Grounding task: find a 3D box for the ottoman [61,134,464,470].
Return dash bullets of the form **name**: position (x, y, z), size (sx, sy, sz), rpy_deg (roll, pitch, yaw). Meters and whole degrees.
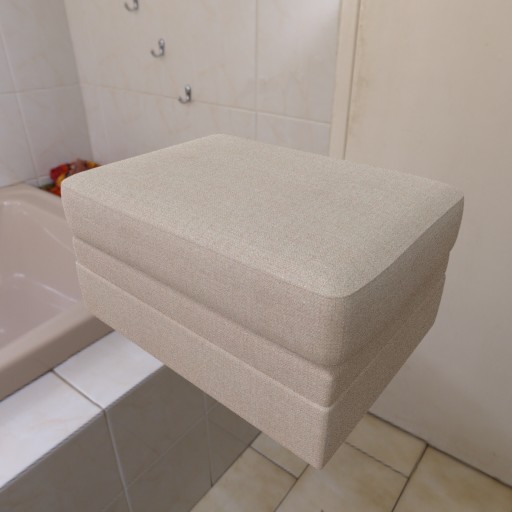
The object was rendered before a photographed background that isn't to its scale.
- **ottoman**: position (0.000, 0.000, 1.210), size (0.885, 0.478, 0.637), rpy_deg (22, 37, 34)
